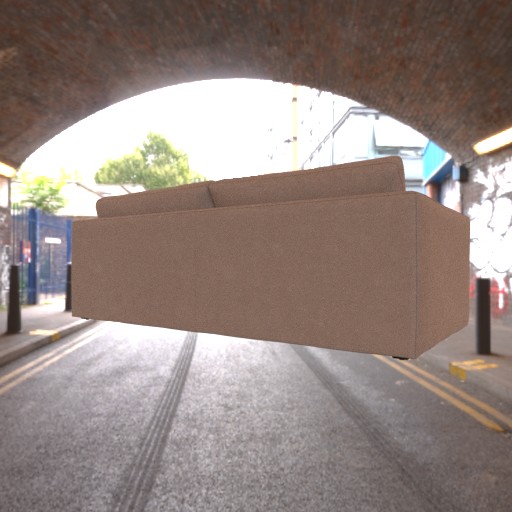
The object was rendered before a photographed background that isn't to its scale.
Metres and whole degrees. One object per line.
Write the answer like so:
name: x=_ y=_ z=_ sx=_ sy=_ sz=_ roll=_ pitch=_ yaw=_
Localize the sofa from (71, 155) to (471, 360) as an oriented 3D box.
sofa: x=0.000 y=0.000 z=2.724 sx=2.588 sy=0.838 sz=1.090 roll=0 pitch=-1 yaw=35
